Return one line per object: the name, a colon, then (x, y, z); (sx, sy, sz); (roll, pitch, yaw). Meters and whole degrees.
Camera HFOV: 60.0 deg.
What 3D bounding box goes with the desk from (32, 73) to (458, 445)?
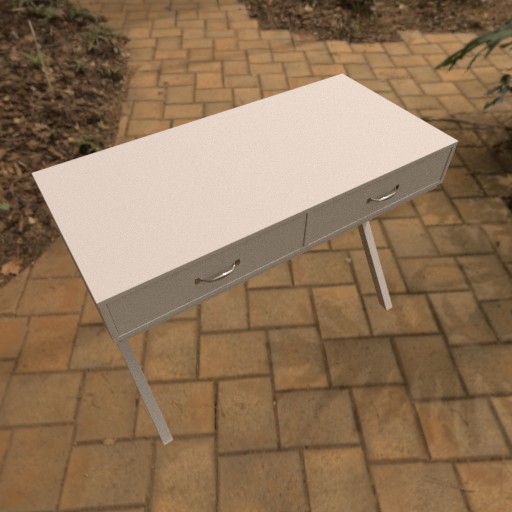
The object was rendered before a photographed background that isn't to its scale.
desk: (0.000, 0.000, 1.488); (1.057, 0.780, 0.525); (-25, 52, -22)
